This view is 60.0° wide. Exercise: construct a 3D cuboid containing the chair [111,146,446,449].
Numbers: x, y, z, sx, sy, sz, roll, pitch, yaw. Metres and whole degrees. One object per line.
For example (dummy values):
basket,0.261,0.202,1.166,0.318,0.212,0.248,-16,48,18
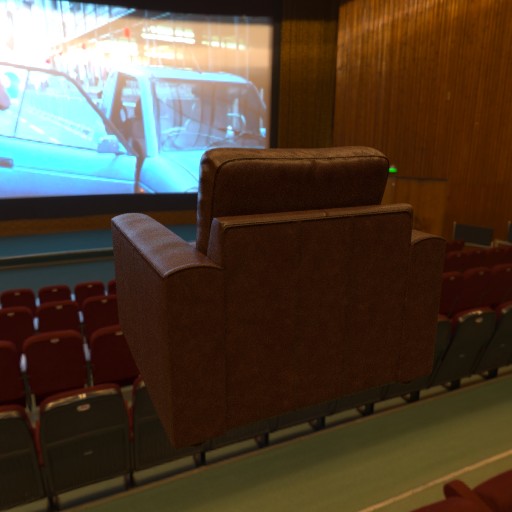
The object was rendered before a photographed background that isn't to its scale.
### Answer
chair,0.000,0.000,1.805,1.005,0.873,1.016,-7,16,-24
